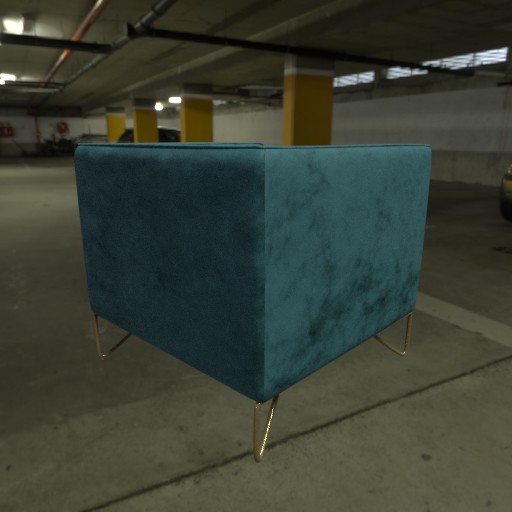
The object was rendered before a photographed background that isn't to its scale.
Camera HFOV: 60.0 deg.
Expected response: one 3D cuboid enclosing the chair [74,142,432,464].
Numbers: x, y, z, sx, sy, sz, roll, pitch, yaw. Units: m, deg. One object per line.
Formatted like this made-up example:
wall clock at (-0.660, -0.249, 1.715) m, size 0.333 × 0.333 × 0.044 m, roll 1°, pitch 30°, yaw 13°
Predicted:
chair at (0.000, 0.000, 1.592) m, size 0.880 × 0.790 × 0.894 m, roll 14°, pitch 20°, yaw 42°
